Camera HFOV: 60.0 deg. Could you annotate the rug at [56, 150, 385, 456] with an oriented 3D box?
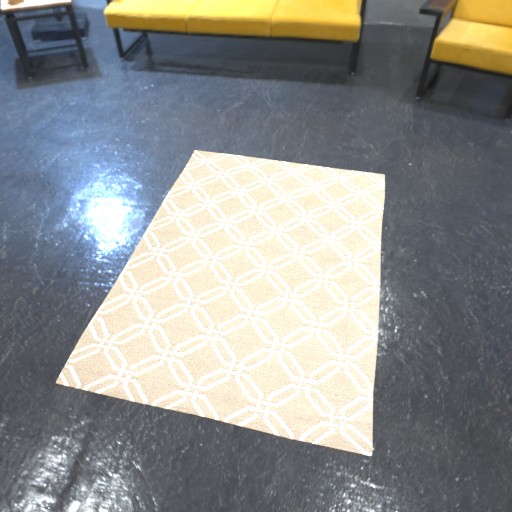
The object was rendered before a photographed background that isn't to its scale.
[{"bbox_3d":[0.000,0.000,2.745,1.524,0.013,2.135,9,46,9],"label":"rug"}]
